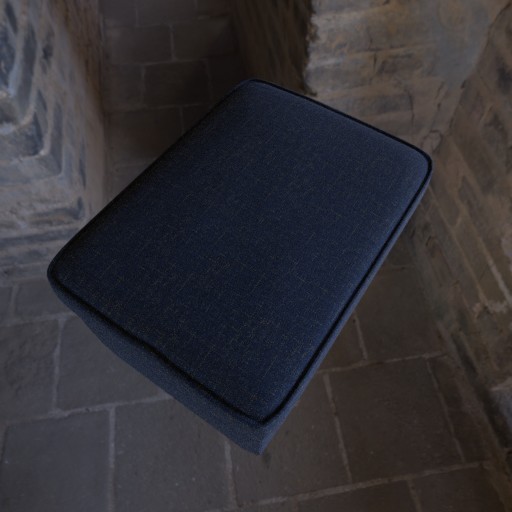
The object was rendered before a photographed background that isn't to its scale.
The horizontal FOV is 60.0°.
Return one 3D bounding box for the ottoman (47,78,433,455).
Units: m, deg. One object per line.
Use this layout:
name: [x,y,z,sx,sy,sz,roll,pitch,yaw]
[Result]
ottoman: [0.000,0.000,1.093,0.549,0.450,0.749,30,63,17]
